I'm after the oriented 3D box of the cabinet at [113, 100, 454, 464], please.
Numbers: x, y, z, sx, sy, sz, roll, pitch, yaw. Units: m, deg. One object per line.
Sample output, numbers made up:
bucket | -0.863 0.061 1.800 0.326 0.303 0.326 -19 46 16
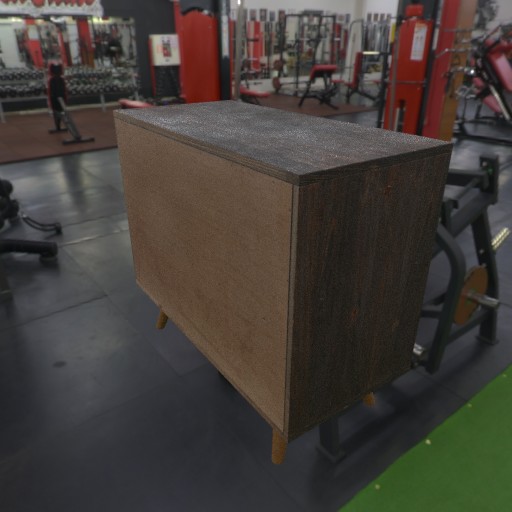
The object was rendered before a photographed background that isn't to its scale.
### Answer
cabinet | 0.000 0.000 1.538 0.529 0.897 1.023 -17 31 -31
